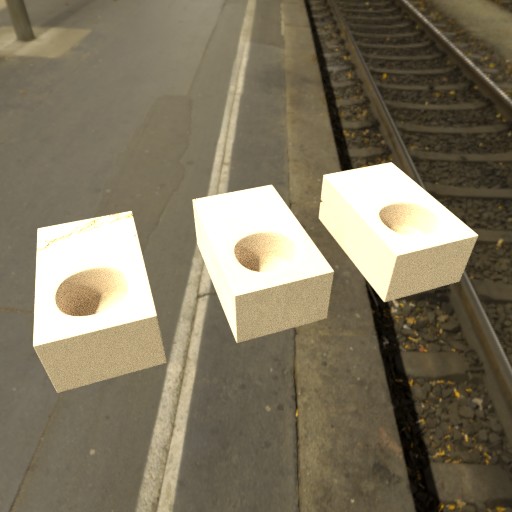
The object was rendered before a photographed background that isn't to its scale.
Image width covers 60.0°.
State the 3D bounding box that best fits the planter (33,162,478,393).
[{"bbox_3d":[0.000,0.000,0.375,0.333,0.051,0.127,-13,42,-15],"label":"planter"}]
